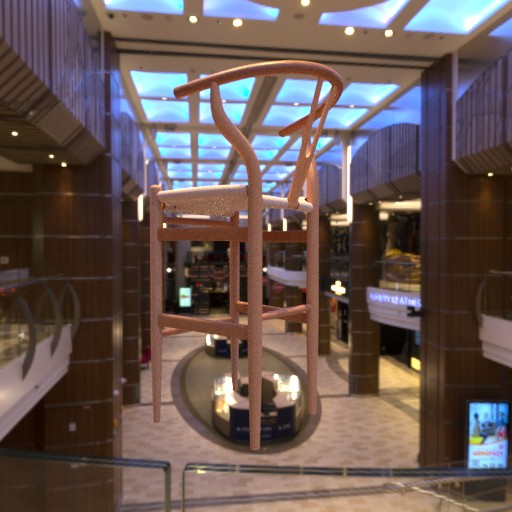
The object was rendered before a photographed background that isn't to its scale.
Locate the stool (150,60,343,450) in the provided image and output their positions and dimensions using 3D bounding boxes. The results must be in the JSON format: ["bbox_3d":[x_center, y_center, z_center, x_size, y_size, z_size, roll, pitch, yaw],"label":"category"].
[{"bbox_3d":[0.000,0.000,1.429,0.561,1.068,0.574,1,1,36],"label":"stool"}]
